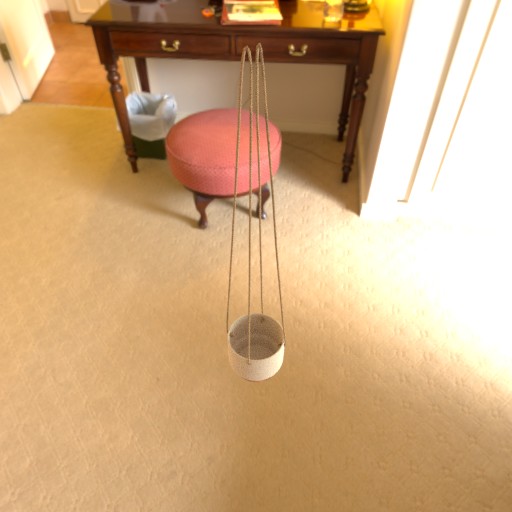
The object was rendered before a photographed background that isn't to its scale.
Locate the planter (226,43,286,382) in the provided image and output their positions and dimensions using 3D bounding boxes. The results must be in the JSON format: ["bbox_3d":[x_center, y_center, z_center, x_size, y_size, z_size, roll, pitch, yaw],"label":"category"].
[{"bbox_3d":[0.000,0.000,0.914,0.146,0.841,0.146,-23,50,-21],"label":"planter"}]
